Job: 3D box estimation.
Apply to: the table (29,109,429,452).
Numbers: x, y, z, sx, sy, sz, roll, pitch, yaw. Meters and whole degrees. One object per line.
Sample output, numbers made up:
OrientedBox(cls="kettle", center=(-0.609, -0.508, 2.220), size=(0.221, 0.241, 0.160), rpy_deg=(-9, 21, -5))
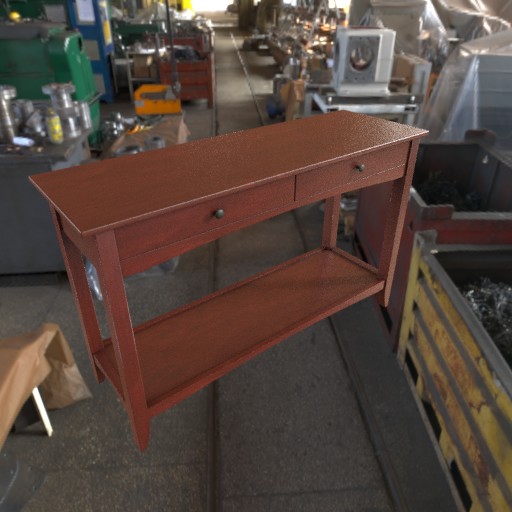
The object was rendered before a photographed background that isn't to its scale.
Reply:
OrientedBox(cls="table", center=(0.000, 0.000, 1.515), size=(1.188, 0.739, 0.392), rpy_deg=(-22, 38, -32))
